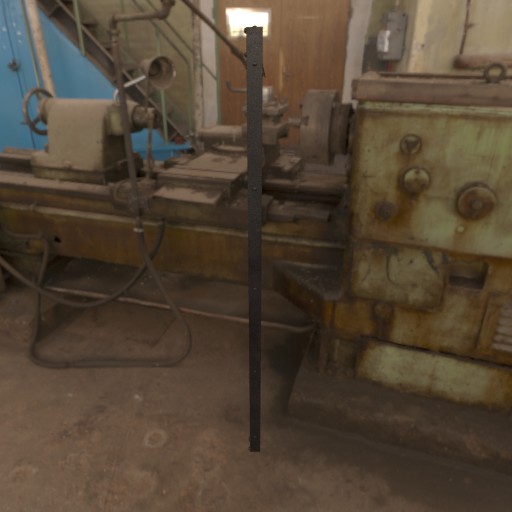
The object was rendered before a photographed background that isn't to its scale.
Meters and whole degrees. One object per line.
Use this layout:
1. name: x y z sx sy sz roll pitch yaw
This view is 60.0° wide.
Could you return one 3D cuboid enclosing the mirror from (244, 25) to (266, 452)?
1. mirror: 0.000 0.000 1.171 0.042 1.080 0.354 0 27 0
